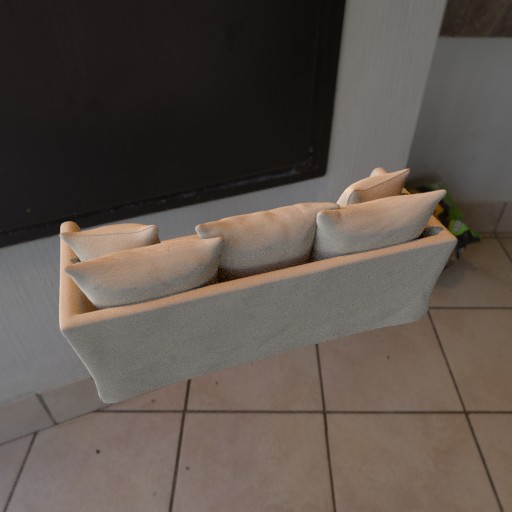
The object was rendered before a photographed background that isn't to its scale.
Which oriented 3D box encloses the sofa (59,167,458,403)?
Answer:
[{"bbox_3d":[0.000,0.000,3.112,2.499,1.047,1.046,-12,42,-14],"label":"sofa"}]
